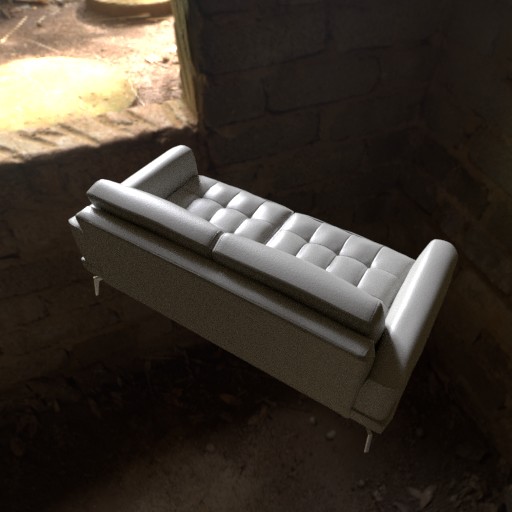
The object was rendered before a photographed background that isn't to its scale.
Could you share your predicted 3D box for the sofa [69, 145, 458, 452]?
[{"bbox_3d":[0.000,0.000,2.752,2.177,0.930,1.121,24,50,22],"label":"sofa"}]
